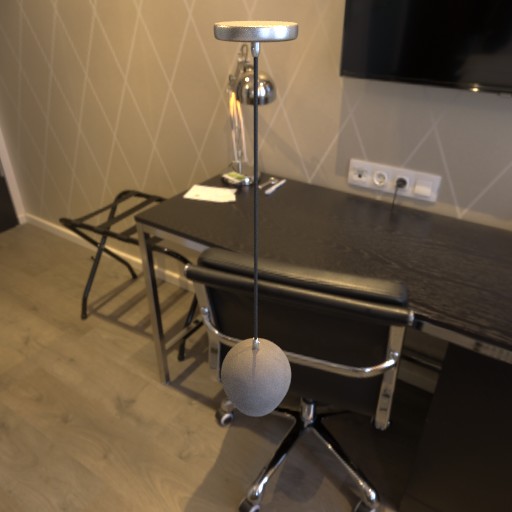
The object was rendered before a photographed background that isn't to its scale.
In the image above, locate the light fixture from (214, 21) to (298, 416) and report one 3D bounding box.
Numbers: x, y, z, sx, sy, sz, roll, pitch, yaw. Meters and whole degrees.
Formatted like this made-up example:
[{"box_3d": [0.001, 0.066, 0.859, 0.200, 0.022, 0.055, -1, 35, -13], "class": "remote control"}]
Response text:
[{"box_3d": [0.000, 0.000, 0.817, 0.153, 0.760, 0.153, 2, 31, 3], "class": "light fixture"}]
